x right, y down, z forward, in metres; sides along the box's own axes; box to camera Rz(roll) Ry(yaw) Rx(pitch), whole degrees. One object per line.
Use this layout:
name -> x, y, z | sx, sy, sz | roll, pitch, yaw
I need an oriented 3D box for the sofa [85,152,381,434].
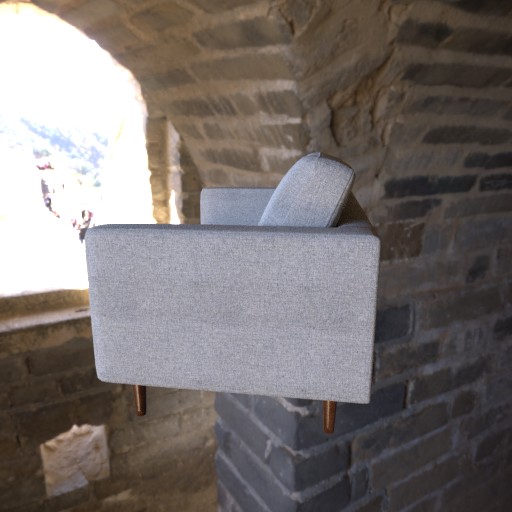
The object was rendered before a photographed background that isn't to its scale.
sofa -> 0.000, 0.000, 2.146 | 0.969, 0.973, 1.527 | 2, 14, 8
